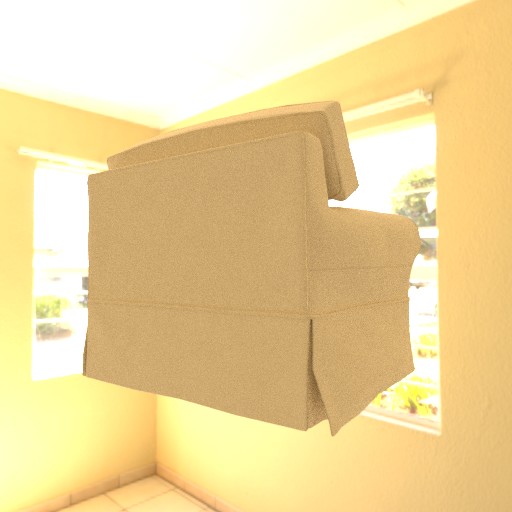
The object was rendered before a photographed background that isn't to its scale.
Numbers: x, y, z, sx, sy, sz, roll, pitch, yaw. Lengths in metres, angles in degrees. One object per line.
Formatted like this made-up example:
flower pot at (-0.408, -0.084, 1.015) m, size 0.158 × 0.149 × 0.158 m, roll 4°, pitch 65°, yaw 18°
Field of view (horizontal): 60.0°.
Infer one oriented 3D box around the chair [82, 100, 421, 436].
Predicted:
chair at (0.000, 0.000, 1.790) m, size 1.099 × 0.958 × 0.904 m, roll -1°, pitch -2°, yaw 36°
